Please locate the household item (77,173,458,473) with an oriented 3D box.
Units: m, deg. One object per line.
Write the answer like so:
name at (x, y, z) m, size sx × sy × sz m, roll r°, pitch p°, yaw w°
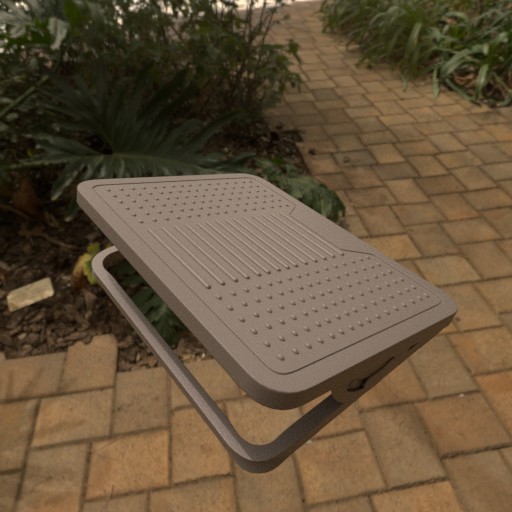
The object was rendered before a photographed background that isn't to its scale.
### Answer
household item at (0.000, 0.000, 0.528) m, size 0.301 × 0.126 × 0.390 m, roll -27°, pitch 47°, yaw -29°
